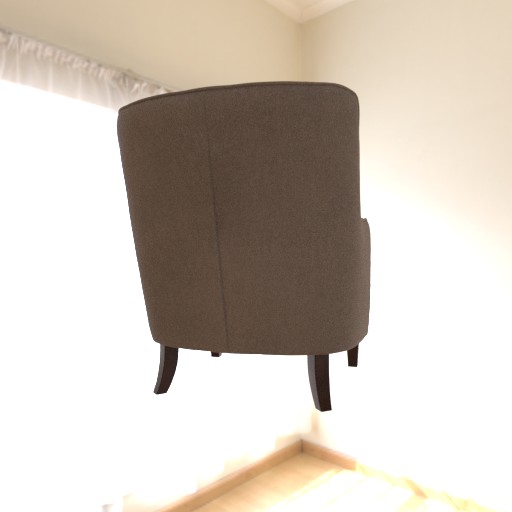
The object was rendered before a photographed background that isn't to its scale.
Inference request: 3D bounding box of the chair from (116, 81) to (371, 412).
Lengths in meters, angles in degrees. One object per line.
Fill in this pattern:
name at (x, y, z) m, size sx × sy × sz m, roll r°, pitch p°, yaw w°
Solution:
chair at (0.000, 0.000, 1.598) m, size 0.781 × 0.919 × 0.910 m, roll 0°, pitch -1°, yaw 17°
